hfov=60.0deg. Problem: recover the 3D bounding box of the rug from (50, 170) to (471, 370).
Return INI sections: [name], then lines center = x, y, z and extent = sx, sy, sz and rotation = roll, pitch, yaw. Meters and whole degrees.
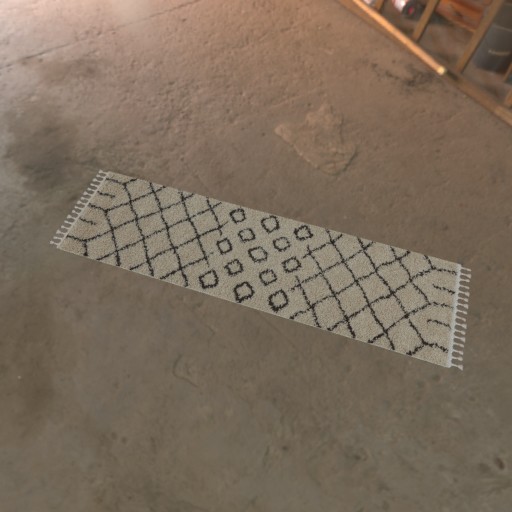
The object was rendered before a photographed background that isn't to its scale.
[rug]
center = 0.000, 0.000, 2.657
extent = 2.464, 0.005, 0.660
rotation = 16, 59, 10
